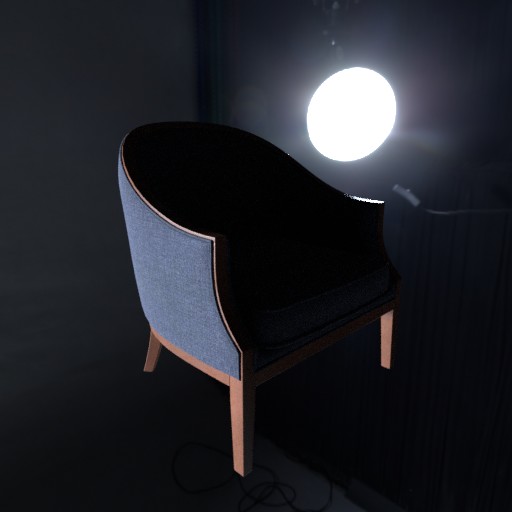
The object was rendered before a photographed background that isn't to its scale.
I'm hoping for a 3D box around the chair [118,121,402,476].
[{"bbox_3d":[0.000,0.000,1.483,0.735,0.876,0.803,15,21,43],"label":"chair"}]
